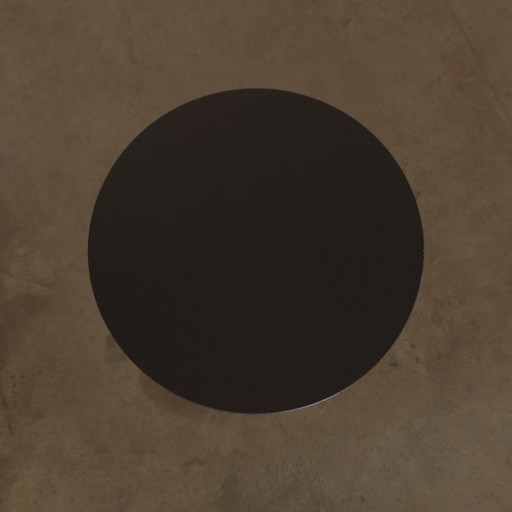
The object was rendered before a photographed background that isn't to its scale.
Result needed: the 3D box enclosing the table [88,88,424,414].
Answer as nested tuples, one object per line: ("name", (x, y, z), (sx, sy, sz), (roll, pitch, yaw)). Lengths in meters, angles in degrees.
("table", (0.000, 0.000, 1.428), (0.914, 0.457, 0.914), (0, 77, 0))
